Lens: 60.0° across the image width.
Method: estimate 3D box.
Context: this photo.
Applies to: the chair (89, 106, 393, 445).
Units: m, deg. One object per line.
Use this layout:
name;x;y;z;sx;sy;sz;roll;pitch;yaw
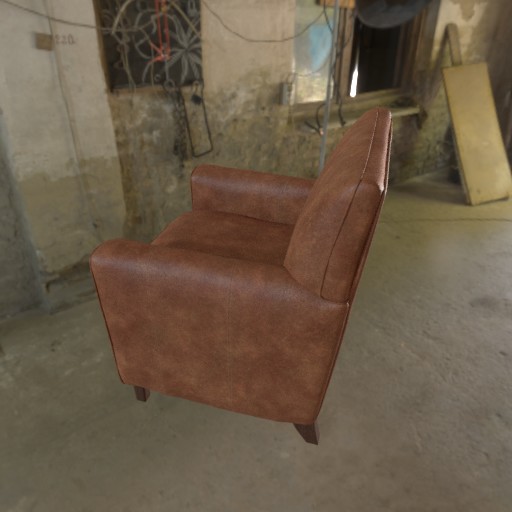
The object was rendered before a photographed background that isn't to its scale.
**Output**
chair;0.000;0.000;1.614;0.823;0.943;0.870;8;31;14
